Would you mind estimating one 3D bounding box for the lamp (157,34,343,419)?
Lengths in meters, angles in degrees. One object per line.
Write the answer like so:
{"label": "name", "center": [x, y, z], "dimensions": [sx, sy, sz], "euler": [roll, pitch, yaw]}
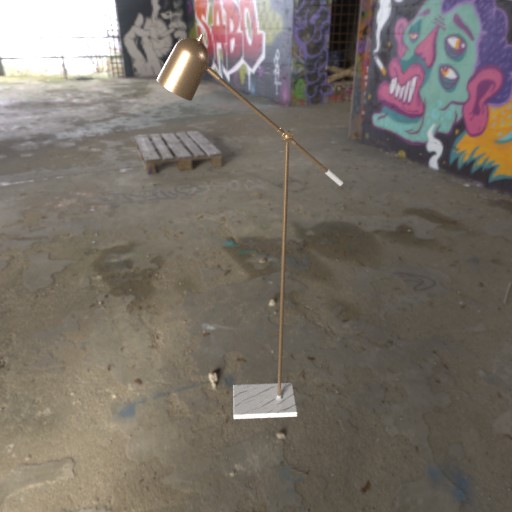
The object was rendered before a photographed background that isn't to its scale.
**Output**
{"label": "lamp", "center": [0.000, 0.000, 1.779], "dimensions": [0.653, 1.594, 0.194], "euler": [-1, 27, -3]}
